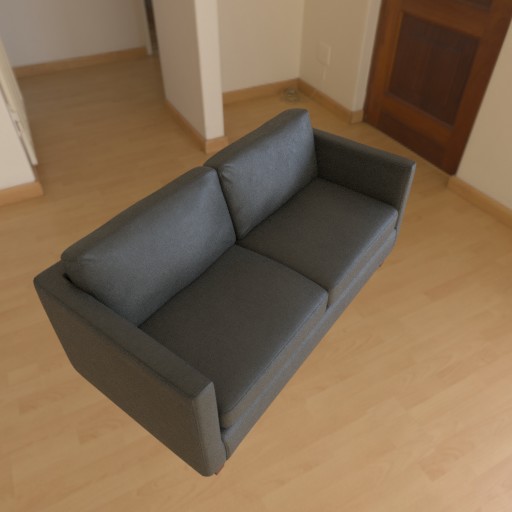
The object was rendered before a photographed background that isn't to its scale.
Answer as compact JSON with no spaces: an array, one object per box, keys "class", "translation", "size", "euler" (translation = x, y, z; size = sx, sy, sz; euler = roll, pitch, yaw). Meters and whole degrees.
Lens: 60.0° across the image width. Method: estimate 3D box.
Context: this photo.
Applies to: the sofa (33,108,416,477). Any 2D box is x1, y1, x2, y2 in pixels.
[{"class":"sofa","translation":[0.000,0.000,2.355],"size":[0.951,0.933,1.883],"euler":[27,49,26]}]
